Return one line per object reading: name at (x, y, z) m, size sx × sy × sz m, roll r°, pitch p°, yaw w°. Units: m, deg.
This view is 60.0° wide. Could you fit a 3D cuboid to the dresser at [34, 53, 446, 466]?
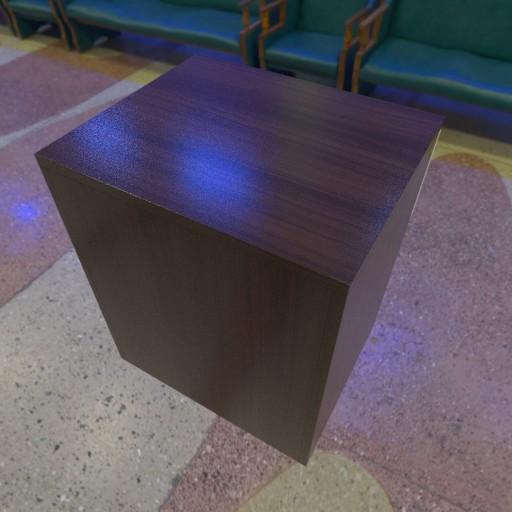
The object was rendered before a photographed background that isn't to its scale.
dresser at (0.000, 0.000, 0.734) m, size 0.400 × 0.470 × 0.360 m, roll 23°, pitch 51°, yaw 20°
